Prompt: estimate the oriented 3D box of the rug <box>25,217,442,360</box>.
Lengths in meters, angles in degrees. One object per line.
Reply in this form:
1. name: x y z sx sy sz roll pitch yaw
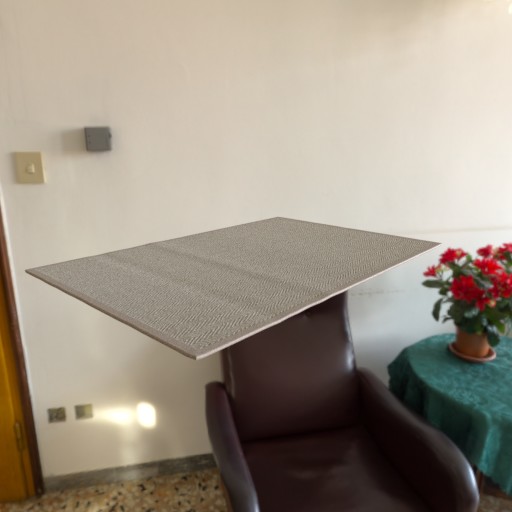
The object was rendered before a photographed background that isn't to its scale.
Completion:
1. rug: 0.000 0.000 2.870 1.540 0.021 2.290 14 21 41
